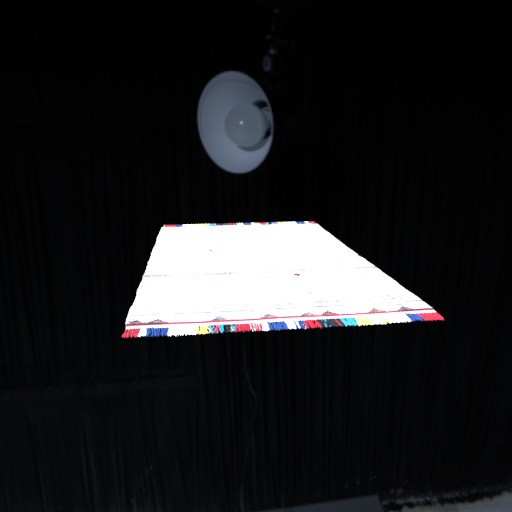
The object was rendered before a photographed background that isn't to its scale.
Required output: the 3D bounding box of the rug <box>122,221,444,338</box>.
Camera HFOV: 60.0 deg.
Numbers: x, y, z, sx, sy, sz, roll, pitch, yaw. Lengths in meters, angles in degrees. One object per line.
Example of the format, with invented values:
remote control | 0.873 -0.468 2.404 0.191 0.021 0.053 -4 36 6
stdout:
rug | 0.000 0.000 3.082 1.465 0.012 2.465 -2 15 -7
